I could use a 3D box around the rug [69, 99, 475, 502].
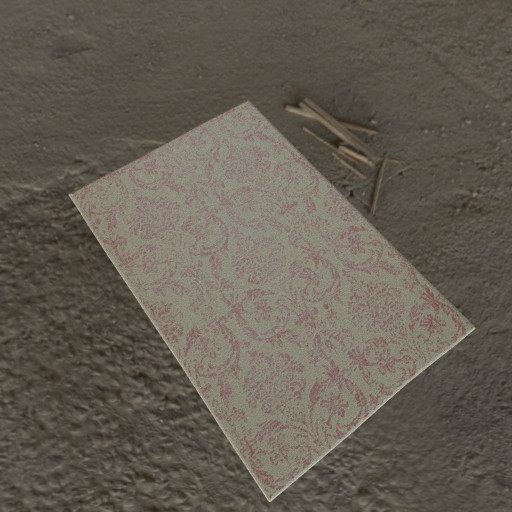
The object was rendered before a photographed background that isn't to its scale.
[{"bbox_3d":[0.000,0.000,3.380,1.819,0.018,2.746,-33,67,-16],"label":"rug"}]
